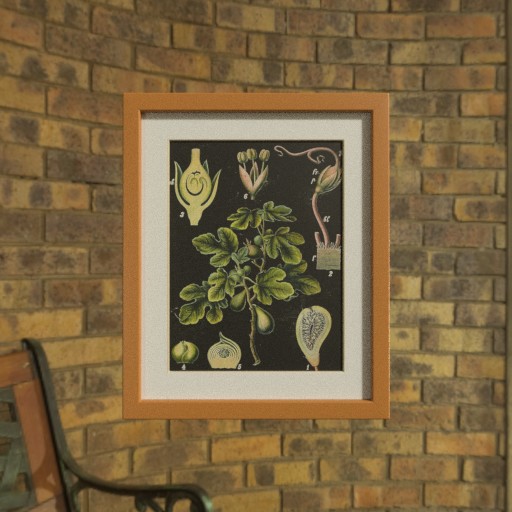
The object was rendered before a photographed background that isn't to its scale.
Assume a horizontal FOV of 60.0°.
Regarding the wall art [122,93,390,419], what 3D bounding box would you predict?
[{"bbox_3d":[0.000,0.000,0.520,0.310,0.379,0.015,0,0,0],"label":"wall art"}]
